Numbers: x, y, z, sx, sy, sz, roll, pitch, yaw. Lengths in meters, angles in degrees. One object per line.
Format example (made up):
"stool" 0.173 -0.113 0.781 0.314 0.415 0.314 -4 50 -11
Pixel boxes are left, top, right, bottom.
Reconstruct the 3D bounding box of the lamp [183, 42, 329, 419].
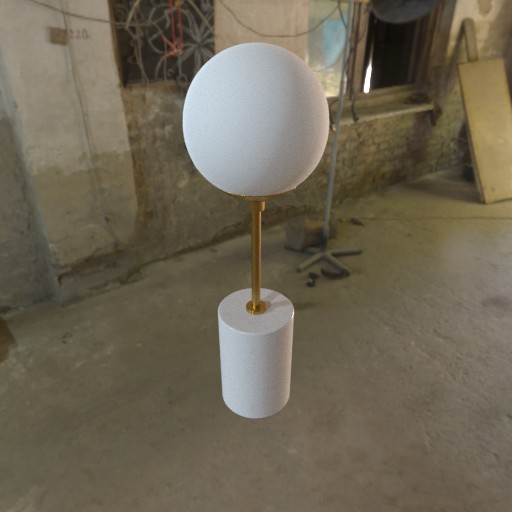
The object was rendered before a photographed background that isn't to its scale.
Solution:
"lamp" 0.000 0.000 0.552 0.153 0.480 0.153 0 31 0
